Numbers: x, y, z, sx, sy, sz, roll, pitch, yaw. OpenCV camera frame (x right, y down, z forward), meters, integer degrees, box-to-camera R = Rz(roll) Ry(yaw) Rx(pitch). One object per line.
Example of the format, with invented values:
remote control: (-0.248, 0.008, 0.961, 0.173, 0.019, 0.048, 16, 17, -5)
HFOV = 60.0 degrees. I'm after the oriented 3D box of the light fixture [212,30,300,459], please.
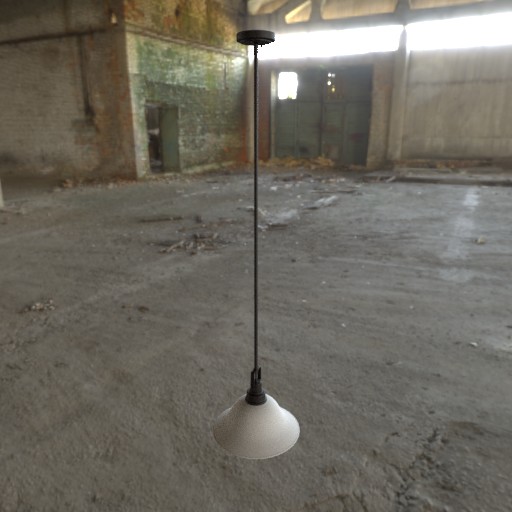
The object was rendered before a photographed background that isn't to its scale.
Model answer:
light fixture: (0.000, 0.000, 1.468, 0.324, 1.337, 0.324, 8, 18, 26)
